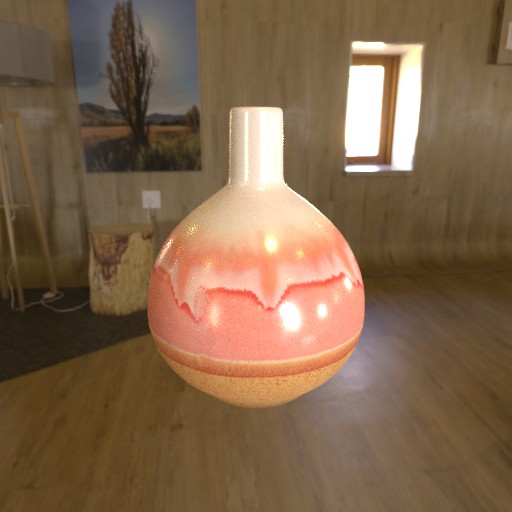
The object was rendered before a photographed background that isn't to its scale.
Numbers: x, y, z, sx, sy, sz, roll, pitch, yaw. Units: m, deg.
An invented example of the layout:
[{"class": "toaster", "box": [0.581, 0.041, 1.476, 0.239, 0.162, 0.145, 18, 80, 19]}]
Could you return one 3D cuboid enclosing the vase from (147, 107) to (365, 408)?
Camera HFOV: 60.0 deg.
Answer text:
[{"class": "vase", "box": [0.000, 0.000, 0.278, 0.137, 0.176, 0.137, 0, 16, 0]}]
